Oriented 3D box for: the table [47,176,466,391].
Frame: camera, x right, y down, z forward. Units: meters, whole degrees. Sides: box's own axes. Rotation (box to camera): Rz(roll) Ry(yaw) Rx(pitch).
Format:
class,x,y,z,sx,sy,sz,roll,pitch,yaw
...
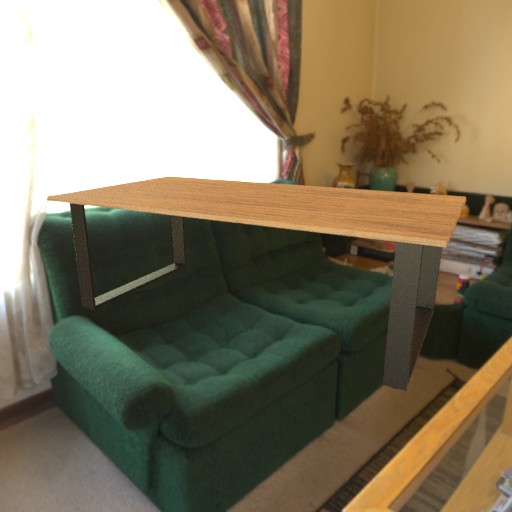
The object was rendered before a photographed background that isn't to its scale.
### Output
class,x,y,z,sx,sy,sz,roll,pitch,yaw
table,0.000,0.000,1.646,1.331,0.445,0.693,9,19,26
